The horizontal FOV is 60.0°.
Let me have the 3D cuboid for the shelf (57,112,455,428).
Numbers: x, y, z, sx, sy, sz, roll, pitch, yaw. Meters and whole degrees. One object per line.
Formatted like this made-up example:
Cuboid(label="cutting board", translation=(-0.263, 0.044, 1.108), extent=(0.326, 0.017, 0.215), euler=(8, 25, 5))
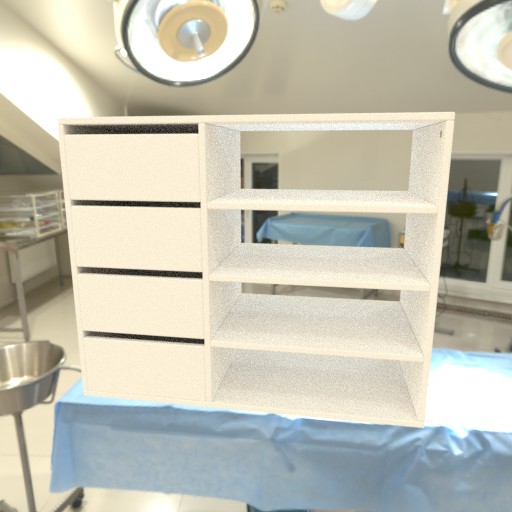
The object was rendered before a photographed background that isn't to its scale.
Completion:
Cuboid(label="shelf", translation=(0.000, 0.000, 1.252), extent=(0.895, 0.732, 0.396), euler=(2, 13, 9))
